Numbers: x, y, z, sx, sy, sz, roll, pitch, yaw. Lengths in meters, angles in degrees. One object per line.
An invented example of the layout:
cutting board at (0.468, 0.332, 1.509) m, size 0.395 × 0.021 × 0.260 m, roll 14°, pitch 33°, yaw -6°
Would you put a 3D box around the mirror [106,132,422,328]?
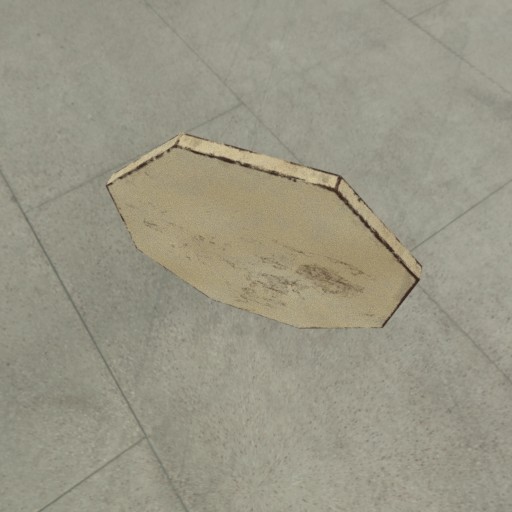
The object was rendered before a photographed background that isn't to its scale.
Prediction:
mirror at (0.000, 0.000, 0.987) m, size 0.648 × 0.648 × 0.031 m, roll 17°, pitch 63°, yaw 9°
